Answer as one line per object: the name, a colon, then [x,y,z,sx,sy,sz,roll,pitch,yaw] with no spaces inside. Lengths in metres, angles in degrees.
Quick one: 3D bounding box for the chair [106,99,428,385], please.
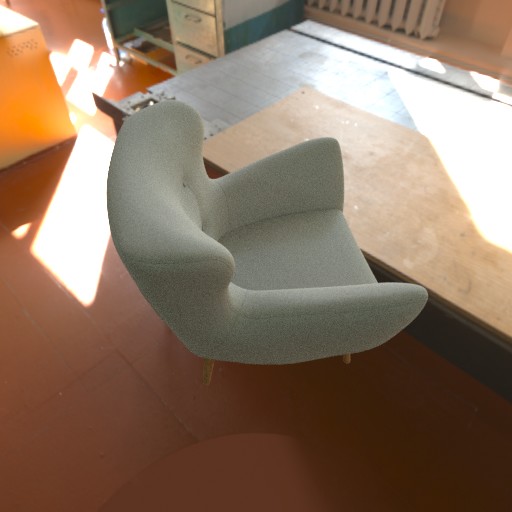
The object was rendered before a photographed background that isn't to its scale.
chair: [0.000,0.000,1.621,0.889,0.889,0.890,-8,47,-8]
